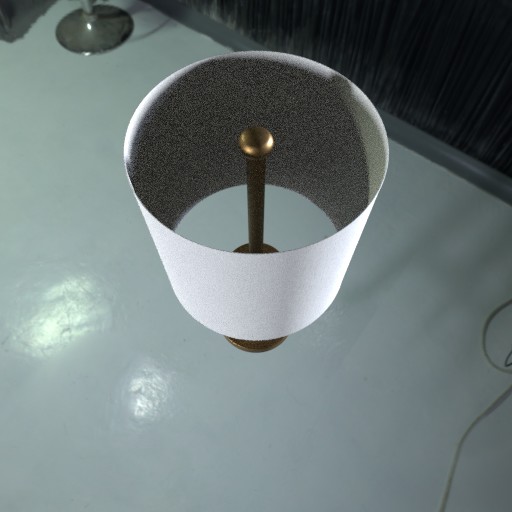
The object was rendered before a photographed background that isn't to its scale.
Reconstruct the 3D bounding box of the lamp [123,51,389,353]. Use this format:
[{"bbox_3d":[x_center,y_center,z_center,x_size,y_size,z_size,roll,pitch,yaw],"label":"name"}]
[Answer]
[{"bbox_3d":[0.000,0.000,0.530,0.210,0.410,0.210,31,67,15],"label":"lamp"}]
